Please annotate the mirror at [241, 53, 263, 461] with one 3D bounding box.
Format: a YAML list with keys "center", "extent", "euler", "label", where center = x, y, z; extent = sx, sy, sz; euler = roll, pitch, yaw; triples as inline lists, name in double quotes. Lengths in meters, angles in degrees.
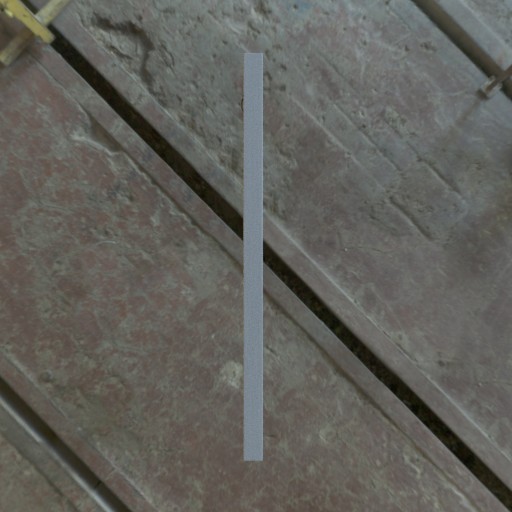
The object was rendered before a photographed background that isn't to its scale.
- center: [0.000, 0.000, 1.336]
  extent: [0.040, 1.016, 0.762]
  euler: [0, 90, 1]
  label: "mirror"
